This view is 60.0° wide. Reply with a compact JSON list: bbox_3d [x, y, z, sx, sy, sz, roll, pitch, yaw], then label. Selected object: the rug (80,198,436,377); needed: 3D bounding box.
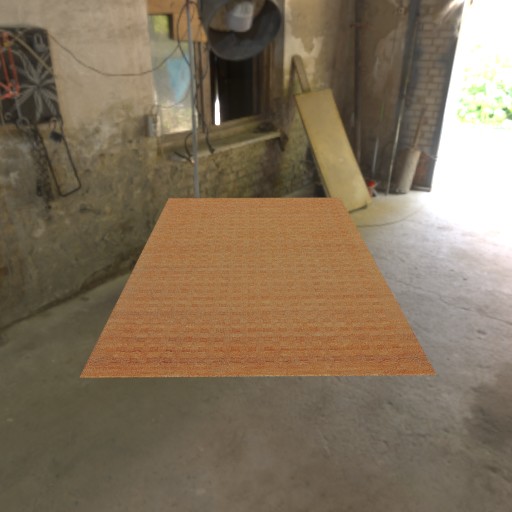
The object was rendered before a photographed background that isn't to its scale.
[{"bbox_3d":[0.000,0.000,2.918,1.524,0.006,2.285,0,27,-1],"label":"rug"}]
